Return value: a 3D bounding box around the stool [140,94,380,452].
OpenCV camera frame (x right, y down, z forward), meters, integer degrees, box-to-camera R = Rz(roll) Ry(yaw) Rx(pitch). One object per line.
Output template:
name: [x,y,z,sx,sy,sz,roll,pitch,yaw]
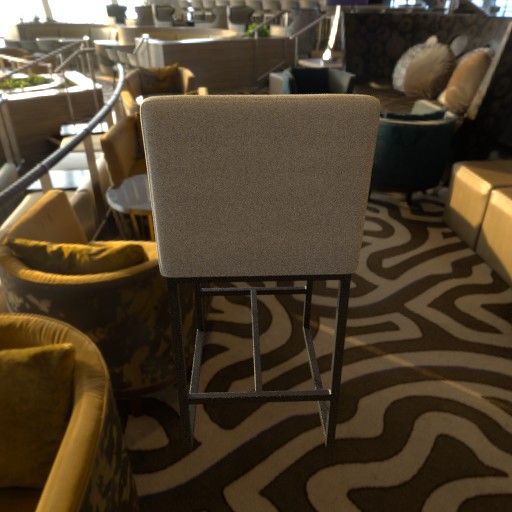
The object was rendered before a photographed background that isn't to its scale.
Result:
stool: [0.000,0.000,1.266,0.459,0.971,0.567,-1,30,-2]
